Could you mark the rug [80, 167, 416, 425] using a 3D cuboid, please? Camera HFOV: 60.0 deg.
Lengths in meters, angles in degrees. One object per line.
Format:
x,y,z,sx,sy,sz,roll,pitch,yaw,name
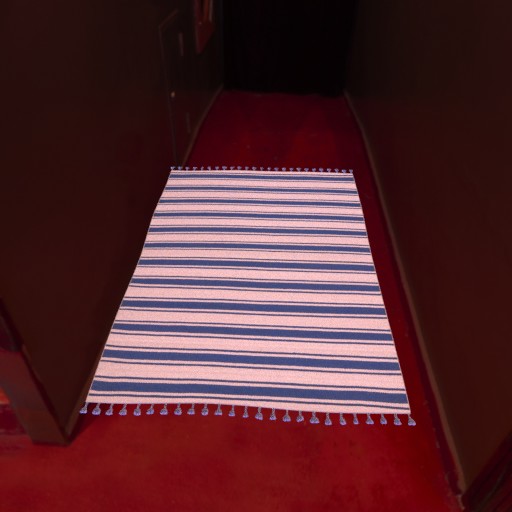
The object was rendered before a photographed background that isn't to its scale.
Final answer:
0.000,0.000,2.897,1.544,0.010,2.315,2,41,2,rug
